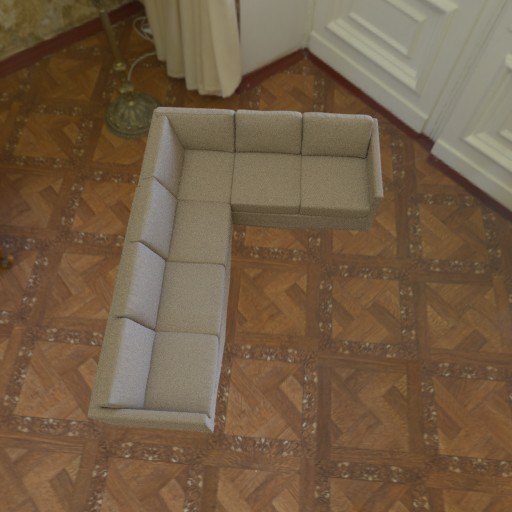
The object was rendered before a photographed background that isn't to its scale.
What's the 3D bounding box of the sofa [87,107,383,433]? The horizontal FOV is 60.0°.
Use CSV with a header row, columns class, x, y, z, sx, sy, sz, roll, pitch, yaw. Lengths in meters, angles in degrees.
class,x,y,z,sx,sy,sz,roll,pitch,yaw
sofa,0.000,0.000,4.295,2.432,0.871,3.182,3,64,2
